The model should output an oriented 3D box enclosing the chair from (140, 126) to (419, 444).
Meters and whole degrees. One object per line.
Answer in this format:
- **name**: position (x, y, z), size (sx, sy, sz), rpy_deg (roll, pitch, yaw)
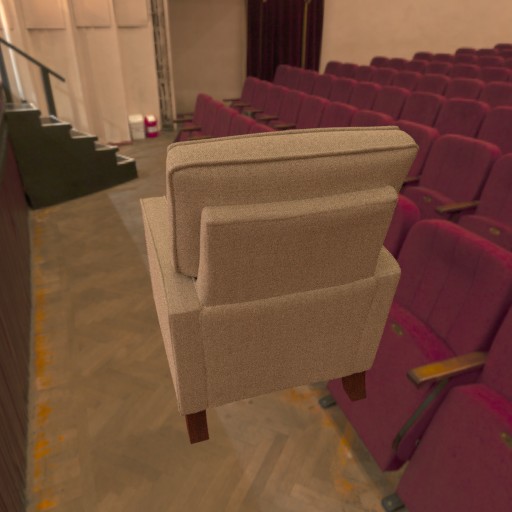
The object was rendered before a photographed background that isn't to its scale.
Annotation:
- **chair**: position (0.000, 0.000, 1.420), size (0.648, 0.888, 0.754), rpy_deg (-9, 28, -16)
